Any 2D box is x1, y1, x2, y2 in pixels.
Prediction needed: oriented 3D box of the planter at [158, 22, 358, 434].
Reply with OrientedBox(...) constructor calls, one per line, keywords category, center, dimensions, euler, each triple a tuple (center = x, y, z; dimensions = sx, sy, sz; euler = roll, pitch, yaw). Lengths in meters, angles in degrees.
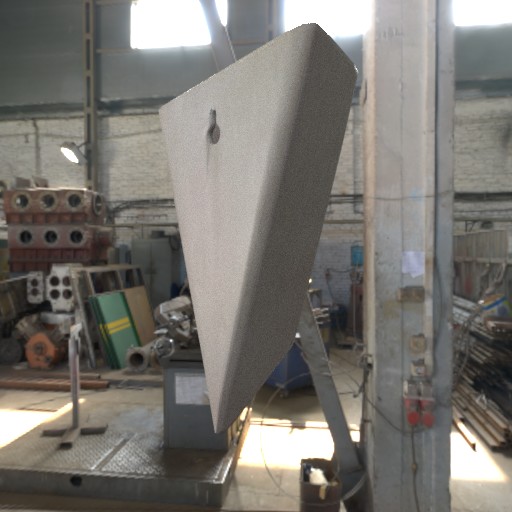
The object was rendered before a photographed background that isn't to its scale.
OrientedBox(category="planter", center=(0.000, 0.000, 0.260), dimensions=(0.060, 0.197, 0.150), euler=(0, 1, -37))
